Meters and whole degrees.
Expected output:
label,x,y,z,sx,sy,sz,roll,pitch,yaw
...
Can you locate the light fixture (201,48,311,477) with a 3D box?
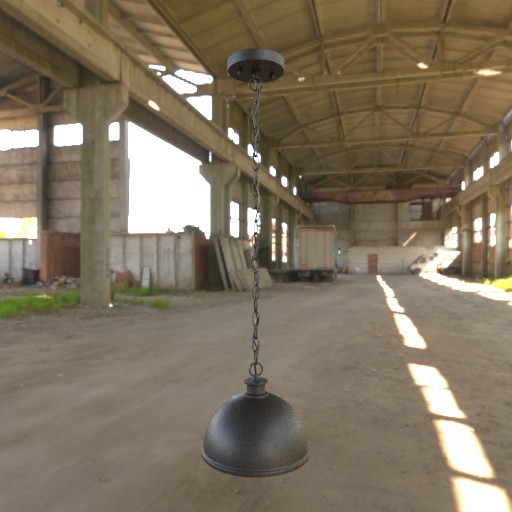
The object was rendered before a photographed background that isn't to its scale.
label,x,y,z,sx,sy,sz,roll,pitch,yaw
light fixture,0.000,0.000,1.241,0.304,1.090,0.304,0,0,-19
